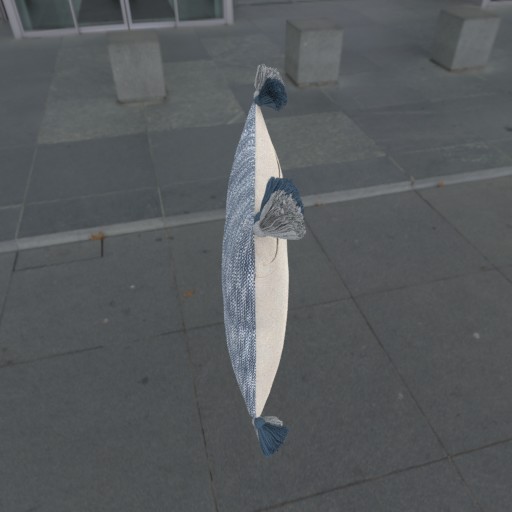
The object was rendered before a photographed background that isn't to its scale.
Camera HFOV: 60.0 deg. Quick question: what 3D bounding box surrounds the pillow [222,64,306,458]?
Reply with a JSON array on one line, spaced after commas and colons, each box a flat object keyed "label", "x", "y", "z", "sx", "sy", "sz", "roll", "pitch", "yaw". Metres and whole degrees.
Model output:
[{"label": "pillow", "x": 0.000, "y": 0.000, "z": 0.938, "sx": 0.138, "sy": 0.634, "sz": 0.614, "roll": 0, "pitch": 40, "yaw": 0}]
